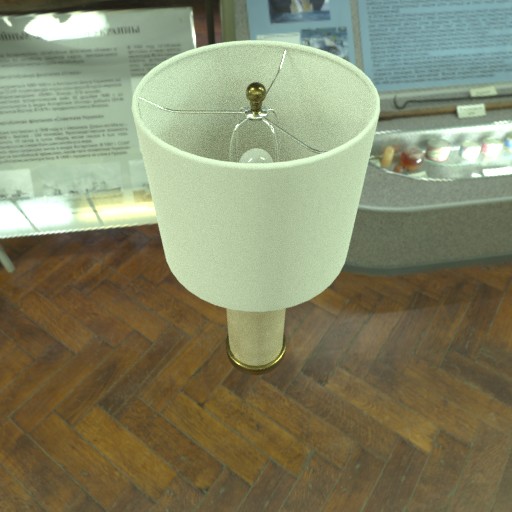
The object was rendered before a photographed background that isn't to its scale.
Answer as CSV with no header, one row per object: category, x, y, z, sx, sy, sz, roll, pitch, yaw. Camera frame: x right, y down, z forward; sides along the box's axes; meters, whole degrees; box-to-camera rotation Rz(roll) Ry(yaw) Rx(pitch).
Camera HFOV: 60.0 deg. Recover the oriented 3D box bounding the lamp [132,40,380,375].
lamp,0.000,0.000,0.779,0.305,0.634,0.305,-32,56,-25
